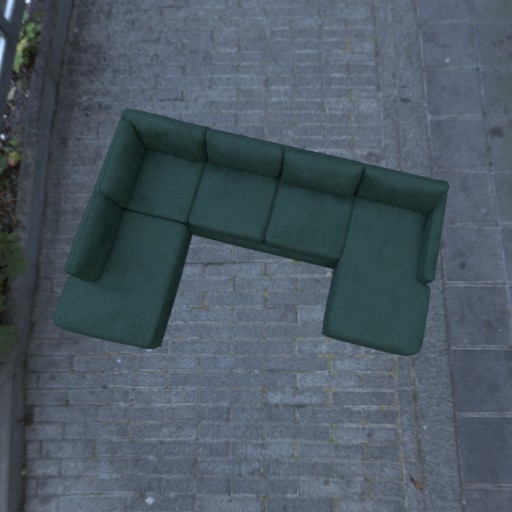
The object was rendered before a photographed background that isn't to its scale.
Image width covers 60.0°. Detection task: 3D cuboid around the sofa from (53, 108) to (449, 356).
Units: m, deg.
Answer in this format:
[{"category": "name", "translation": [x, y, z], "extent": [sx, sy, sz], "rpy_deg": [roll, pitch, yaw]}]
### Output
[{"category": "sofa", "translation": [0.000, 0.000, 3.826], "extent": [2.994, 0.861, 1.992], "rpy_deg": [13, 76, 3]}]
